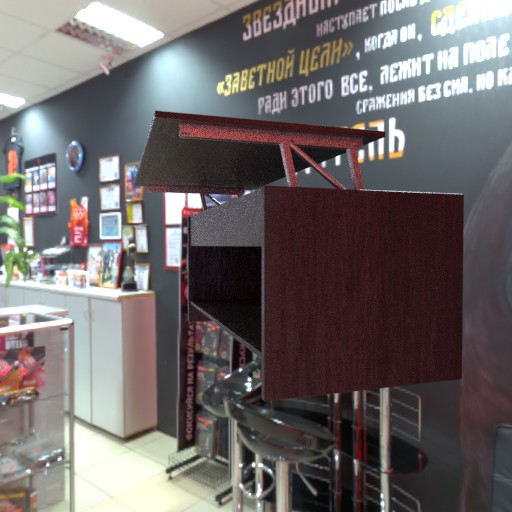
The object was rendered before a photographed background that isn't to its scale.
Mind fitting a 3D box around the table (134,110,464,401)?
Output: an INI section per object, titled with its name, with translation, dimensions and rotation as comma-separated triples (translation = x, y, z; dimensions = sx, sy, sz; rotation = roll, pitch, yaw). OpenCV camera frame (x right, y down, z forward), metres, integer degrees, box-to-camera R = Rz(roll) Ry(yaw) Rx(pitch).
[table]
translation = 0.000, 0.000, 1.415
dimensions = 0.712, 0.570, 1.000
rotation = 0, 1, -18
